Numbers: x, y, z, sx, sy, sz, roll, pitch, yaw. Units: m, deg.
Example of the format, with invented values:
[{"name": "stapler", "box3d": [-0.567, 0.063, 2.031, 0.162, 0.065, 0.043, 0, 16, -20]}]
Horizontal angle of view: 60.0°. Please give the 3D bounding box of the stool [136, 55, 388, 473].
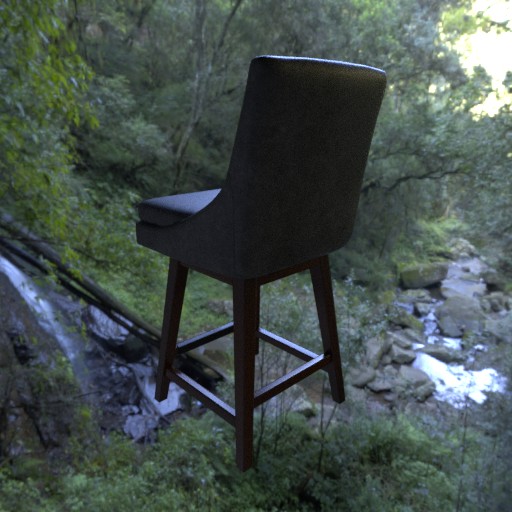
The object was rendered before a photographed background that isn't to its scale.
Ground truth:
[{"name": "stool", "box3d": [0.000, 0.000, 1.345, 0.492, 1.046, 0.587, -16, 24, -41]}]
